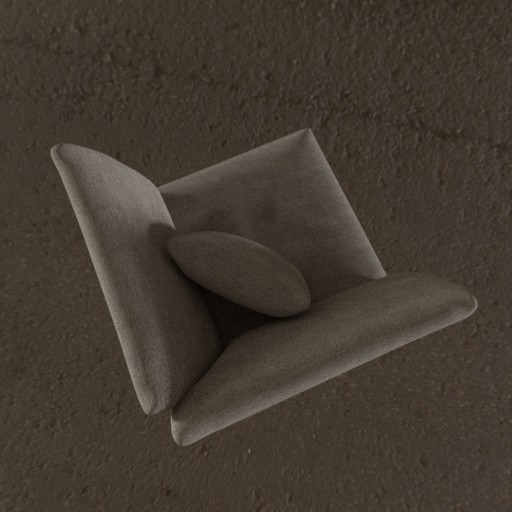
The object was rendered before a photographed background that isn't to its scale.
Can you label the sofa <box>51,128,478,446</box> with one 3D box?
[{"bbox_3d":[0.000,0.000,1.697,1.000,0.820,1.000,-23,77,-6],"label":"sofa"}]
